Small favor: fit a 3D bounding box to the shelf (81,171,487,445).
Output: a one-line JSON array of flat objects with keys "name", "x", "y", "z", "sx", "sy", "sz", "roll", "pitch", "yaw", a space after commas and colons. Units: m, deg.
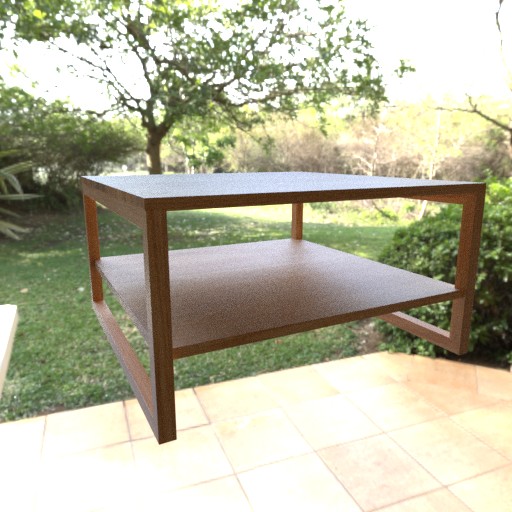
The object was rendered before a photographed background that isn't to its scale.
[{"name": "shelf", "x": 0.000, "y": 0.000, "z": 1.402, "sx": 0.899, "sy": 0.480, "sz": 0.899, "roll": -7, "pitch": 14, "yaw": -27}]
